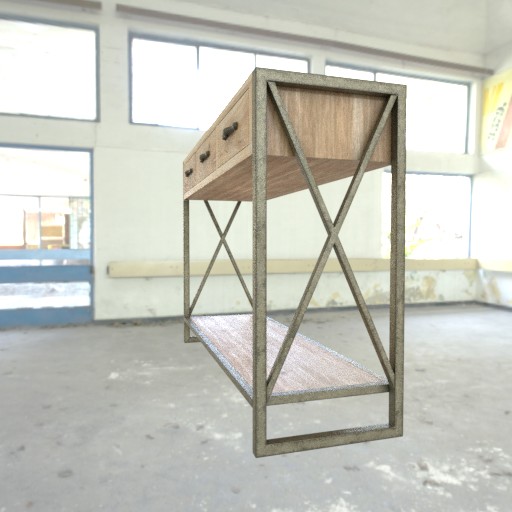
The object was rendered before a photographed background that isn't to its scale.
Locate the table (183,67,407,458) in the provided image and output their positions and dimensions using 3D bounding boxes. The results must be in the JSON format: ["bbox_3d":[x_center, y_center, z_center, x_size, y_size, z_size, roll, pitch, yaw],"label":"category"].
[{"bbox_3d":[0.000,0.000,1.415,0.361,0.763,1.059,-1,2,-17],"label":"table"}]
